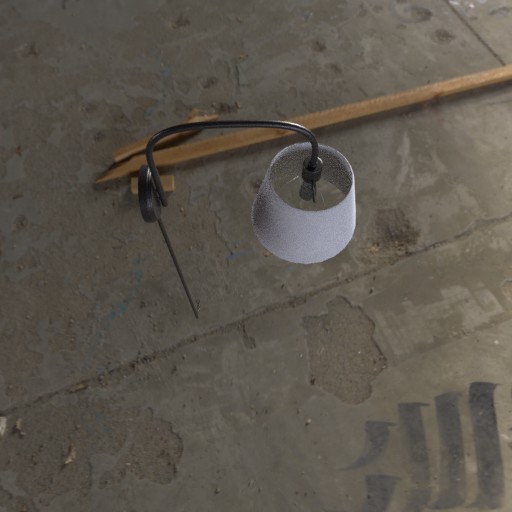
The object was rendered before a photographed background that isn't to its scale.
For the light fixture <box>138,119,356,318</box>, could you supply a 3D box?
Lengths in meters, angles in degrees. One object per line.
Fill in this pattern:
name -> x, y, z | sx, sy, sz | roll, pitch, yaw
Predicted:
light fixture -> 0.000, 0.000, 0.462 | 0.176, 0.399, 0.092 | -2, 64, -1
